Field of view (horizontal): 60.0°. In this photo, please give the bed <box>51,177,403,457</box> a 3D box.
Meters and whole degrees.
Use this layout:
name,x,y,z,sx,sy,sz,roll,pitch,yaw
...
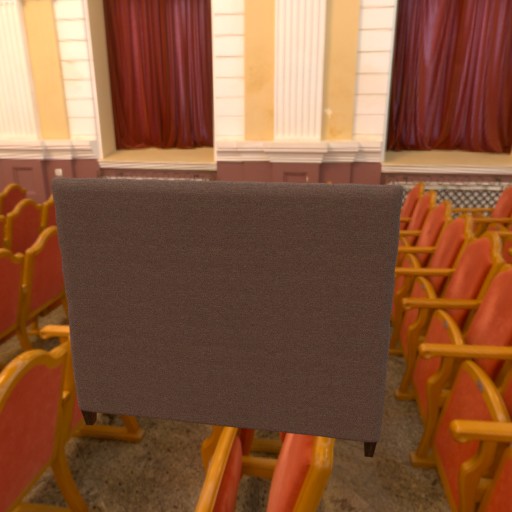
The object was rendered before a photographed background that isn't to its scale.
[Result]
name,x,y,z,sx,sy,sz,roll,pitch,yaw
bed,0.000,0.000,3.347,1.698,1.427,2.387,3,17,9
